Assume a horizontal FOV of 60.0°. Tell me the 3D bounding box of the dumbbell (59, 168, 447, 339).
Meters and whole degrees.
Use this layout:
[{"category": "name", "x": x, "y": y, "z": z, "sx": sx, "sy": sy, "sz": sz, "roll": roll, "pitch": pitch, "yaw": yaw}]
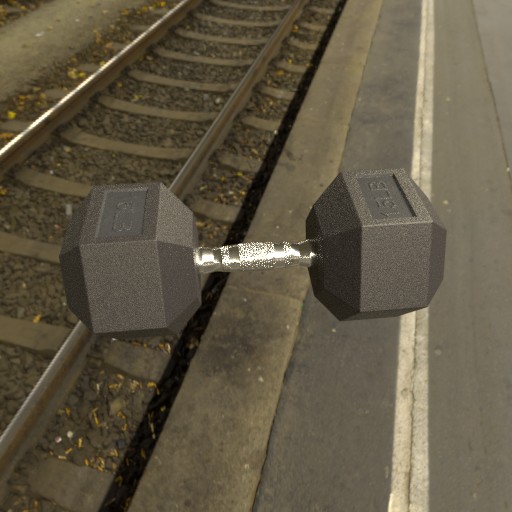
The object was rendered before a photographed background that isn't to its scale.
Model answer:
[{"category": "dumbbell", "x": 0.000, "y": 0.000, "z": 0.344, "sx": 0.271, "sy": 0.106, "sz": 0.122, "roll": -4, "pitch": 46, "yaw": -4}]
